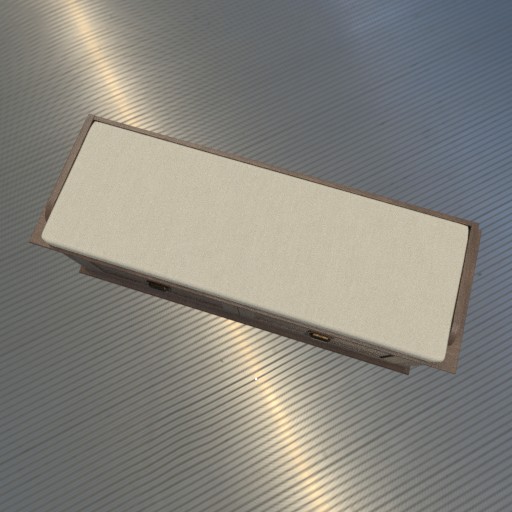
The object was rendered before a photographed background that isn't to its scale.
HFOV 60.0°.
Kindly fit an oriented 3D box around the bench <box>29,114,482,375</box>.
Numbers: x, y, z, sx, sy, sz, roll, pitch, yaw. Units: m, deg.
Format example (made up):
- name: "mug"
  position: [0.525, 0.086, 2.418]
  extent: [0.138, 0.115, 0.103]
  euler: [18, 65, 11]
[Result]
- name: "bench"
  position: [0.000, 0.000, 1.415]
  extent: [1.185, 0.501, 0.402]
  euler: [17, 75, 5]
